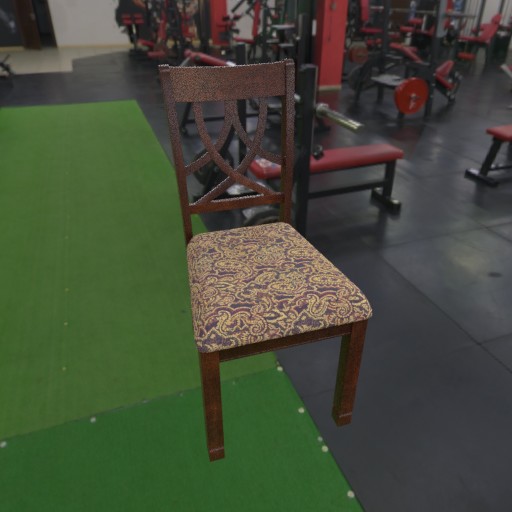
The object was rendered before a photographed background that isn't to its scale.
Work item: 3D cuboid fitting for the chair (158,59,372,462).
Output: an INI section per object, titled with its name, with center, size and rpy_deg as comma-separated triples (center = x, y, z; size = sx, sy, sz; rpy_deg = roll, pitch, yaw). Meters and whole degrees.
[chair]
center = 0.000, 0.000, 1.280
size = 0.457, 0.965, 0.584
rpy_deg = -9, 33, -14
